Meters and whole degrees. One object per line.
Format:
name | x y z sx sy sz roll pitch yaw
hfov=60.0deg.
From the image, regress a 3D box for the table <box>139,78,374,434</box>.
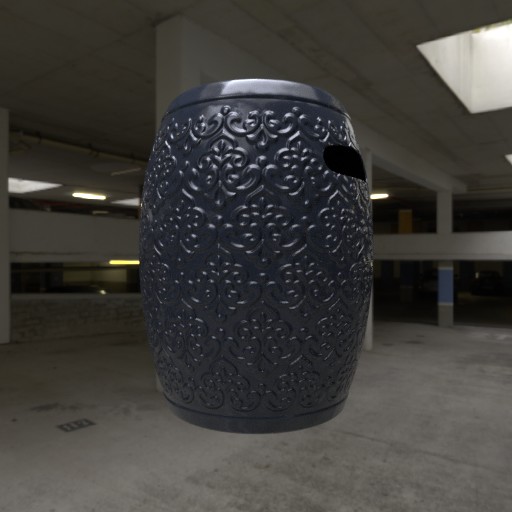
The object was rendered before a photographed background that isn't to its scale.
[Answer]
table | 0.000 0.000 0.604 0.309 0.397 0.309 0 0 0
